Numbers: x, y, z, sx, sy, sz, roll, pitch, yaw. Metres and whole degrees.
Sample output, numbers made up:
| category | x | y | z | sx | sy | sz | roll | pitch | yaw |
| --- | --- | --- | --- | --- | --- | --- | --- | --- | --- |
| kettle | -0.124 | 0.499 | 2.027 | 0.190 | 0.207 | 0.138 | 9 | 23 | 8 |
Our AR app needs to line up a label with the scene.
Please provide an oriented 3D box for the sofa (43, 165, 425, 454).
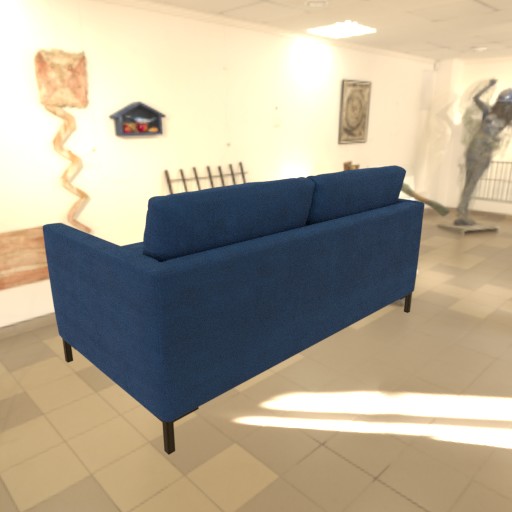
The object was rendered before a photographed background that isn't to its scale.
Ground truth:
| category | x | y | z | sx | sy | sz | roll | pitch | yaw |
| --- | --- | --- | --- | --- | --- | --- | --- | --- | --- |
| sofa | 0.000 | 0.000 | 2.134 | 1.676 | 0.817 | 0.875 | -16 | 23 | -42 |
